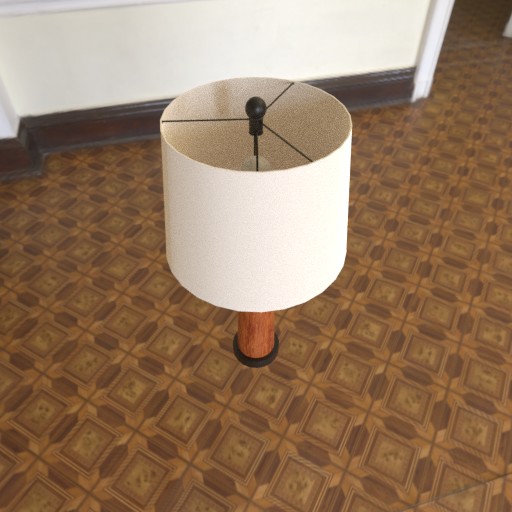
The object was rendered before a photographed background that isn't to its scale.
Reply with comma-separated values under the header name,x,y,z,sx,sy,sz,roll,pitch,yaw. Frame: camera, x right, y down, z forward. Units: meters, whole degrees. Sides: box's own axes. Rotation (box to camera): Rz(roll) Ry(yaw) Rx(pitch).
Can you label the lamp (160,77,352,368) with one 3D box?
name,x,y,z,sx,sy,sz,roll,pitch,yaw
lamp,0.000,0.000,0.893,0.349,0.667,0.349,0,45,0
